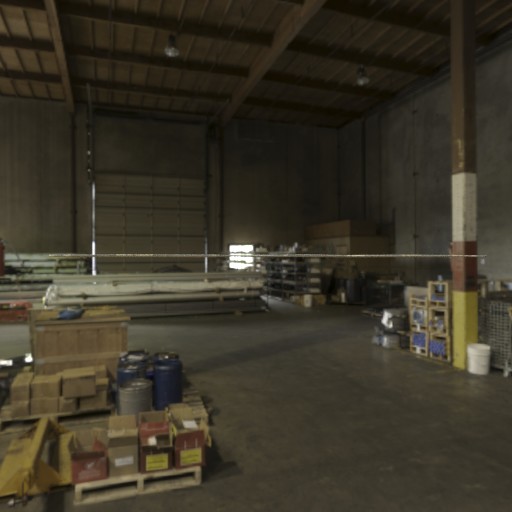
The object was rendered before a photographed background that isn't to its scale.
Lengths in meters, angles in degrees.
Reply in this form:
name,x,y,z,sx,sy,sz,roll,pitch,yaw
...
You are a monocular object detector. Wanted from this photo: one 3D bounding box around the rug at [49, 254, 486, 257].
name,x,y,z,sx,sy,sz,roll,pitch,yaw
rug,0.000,0.000,2.181,1.754,0.010,1.148,0,0,-19
